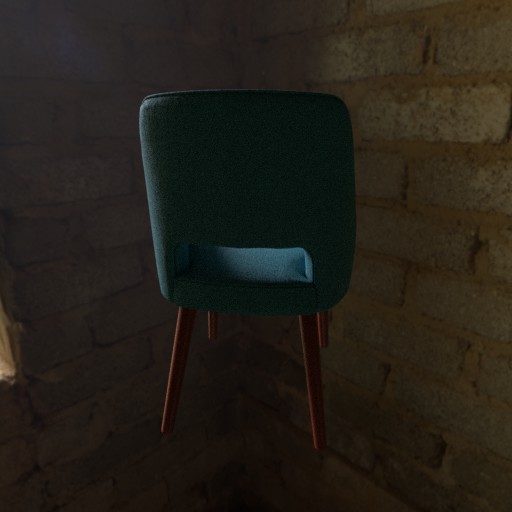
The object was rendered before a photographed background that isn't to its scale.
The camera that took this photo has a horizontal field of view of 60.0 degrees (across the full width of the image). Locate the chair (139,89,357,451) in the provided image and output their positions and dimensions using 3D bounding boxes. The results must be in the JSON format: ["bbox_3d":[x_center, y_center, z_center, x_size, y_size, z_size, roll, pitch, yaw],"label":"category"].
[{"bbox_3d":[0.000,0.000,1.249,0.548,0.849,0.605,3,18,8],"label":"chair"}]
